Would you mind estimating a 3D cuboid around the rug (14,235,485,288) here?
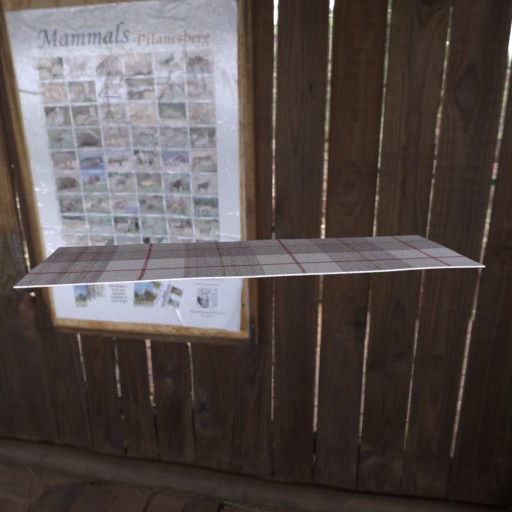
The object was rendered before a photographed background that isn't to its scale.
[{"bbox_3d":[0.000,0.000,2.636,2.439,0.013,0.762,-2,16,-8],"label":"rug"}]
